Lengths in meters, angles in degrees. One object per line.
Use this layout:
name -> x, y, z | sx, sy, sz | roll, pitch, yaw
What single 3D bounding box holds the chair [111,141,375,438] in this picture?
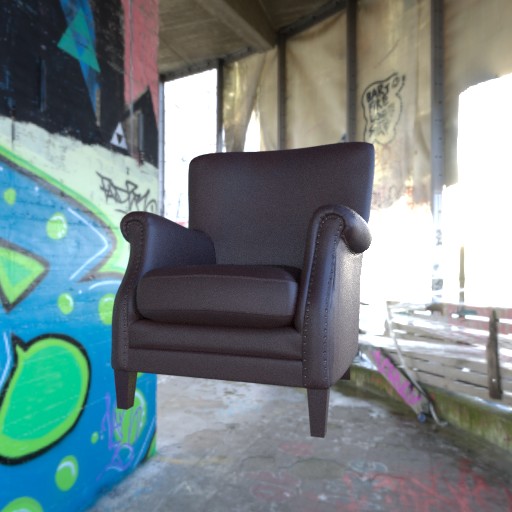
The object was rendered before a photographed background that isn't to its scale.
chair -> 0.000, 0.000, 1.365 | 0.700, 0.800, 0.746 | 0, 0, 18
